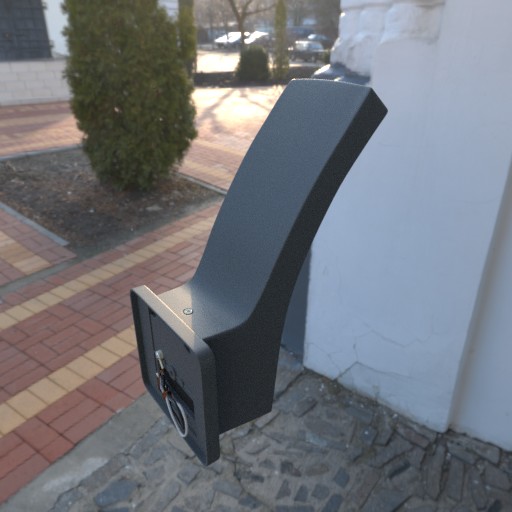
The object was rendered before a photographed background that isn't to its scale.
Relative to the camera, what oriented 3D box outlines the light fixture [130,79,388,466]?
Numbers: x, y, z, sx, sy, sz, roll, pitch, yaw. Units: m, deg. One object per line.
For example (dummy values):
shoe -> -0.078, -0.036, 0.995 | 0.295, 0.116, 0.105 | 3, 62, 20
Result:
light fixture -> 0.000, 0.000, 0.337 | 0.174, 0.243, 0.108 | -18, 32, -33
